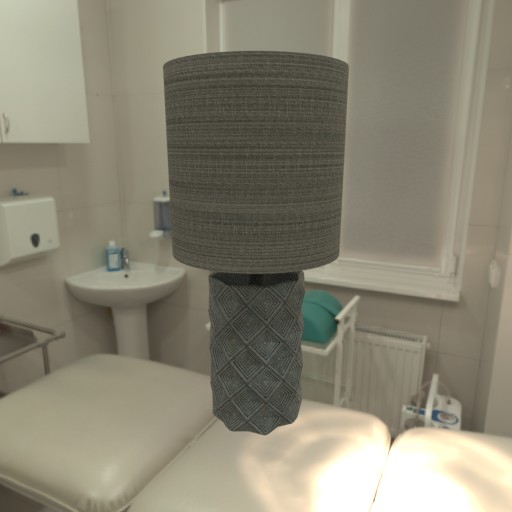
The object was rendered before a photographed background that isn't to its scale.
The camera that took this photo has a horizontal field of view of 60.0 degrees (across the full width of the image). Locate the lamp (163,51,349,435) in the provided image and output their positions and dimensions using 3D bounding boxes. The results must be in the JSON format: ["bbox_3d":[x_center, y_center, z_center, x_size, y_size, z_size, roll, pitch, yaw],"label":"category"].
[{"bbox_3d":[0.000,0.000,0.721,0.268,0.566,0.269,7,16,26],"label":"lamp"}]
